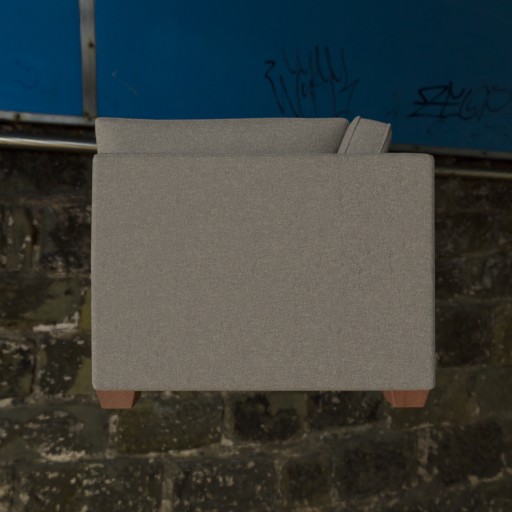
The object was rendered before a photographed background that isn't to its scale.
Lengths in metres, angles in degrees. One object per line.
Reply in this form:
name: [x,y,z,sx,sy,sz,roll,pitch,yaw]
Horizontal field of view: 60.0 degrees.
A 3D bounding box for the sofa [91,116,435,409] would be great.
sofa: [0.000,0.000,1.948,1.146,1.002,1.084,0,-1,-1]
